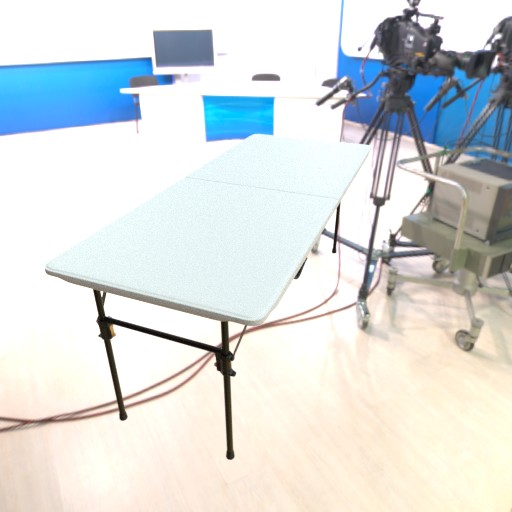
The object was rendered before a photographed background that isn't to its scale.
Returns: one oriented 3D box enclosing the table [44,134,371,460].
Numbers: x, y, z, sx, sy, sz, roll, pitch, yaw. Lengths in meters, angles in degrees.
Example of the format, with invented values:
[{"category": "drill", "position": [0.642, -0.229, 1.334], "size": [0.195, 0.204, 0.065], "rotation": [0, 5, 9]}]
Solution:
[{"category": "table", "position": [0.000, 0.000, 2.192], "size": [0.761, 0.719, 1.829], "rotation": [11, 31, 19]}]
